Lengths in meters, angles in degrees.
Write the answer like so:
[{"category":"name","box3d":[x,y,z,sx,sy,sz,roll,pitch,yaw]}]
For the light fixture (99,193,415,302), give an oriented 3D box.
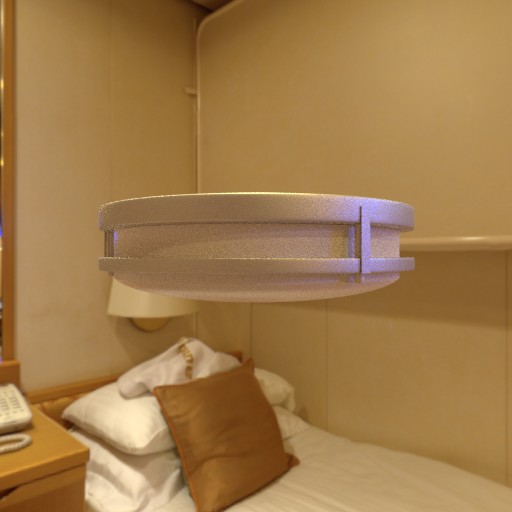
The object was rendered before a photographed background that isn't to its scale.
[{"category":"light fixture","box3d":[0.000,0.000,0.528,0.356,0.102,0.356,0,0,0]}]
